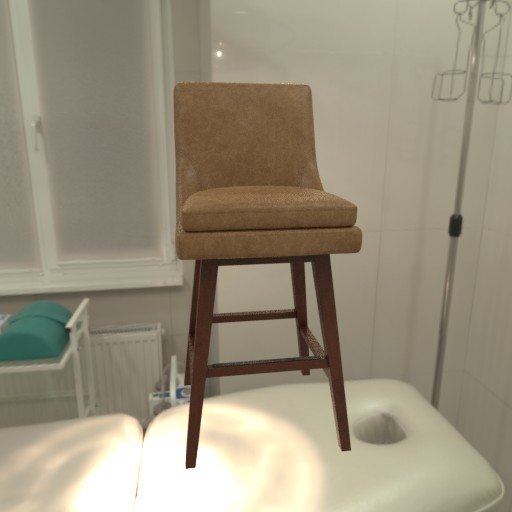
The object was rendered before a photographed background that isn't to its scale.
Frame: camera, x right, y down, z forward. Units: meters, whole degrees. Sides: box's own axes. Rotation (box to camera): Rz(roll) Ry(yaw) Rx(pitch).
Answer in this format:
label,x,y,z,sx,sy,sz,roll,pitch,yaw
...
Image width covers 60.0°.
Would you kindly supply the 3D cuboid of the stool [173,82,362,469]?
label,x,y,z,sx,sy,sz,roll,pitch,yaw
stool,0.000,0.000,1.393,0.487,1.079,0.572,-2,15,-9
